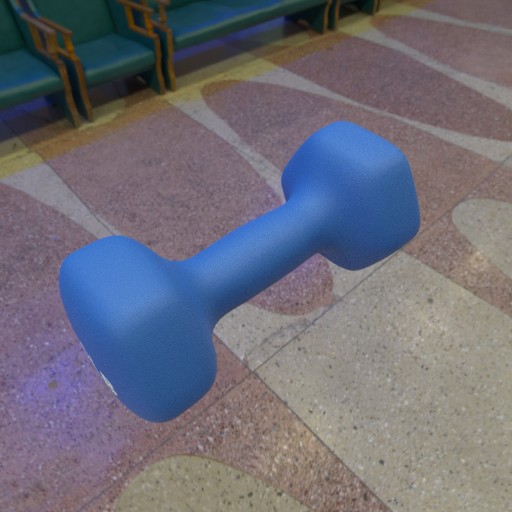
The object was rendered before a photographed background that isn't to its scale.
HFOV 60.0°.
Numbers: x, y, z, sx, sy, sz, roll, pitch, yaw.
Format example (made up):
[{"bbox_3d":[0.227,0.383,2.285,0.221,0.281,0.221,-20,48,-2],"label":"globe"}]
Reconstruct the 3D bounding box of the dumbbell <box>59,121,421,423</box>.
[{"bbox_3d":[0.000,0.000,0.262,0.212,0.093,0.103,-31,54,-26],"label":"dumbbell"}]
